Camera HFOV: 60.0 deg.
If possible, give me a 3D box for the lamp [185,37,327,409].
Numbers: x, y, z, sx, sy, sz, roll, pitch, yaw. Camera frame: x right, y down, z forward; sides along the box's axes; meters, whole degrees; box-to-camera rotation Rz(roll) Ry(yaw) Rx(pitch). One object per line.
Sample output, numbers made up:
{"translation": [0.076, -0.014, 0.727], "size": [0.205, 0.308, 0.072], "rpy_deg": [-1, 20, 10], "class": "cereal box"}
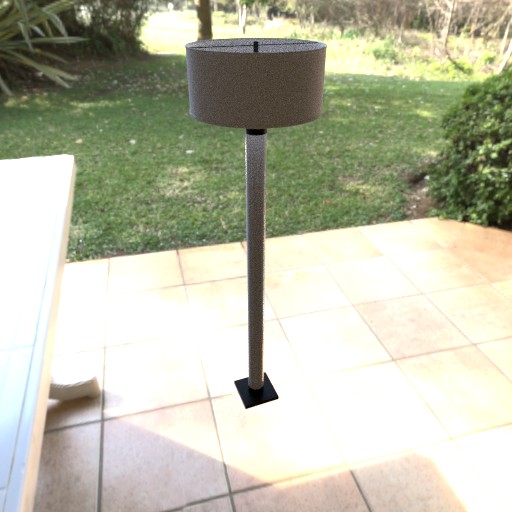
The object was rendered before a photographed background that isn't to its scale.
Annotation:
{"translation": [0.000, 0.000, 1.683], "size": [0.420, 1.475, 0.420], "rpy_deg": [-11, 33, -18], "class": "lamp"}
